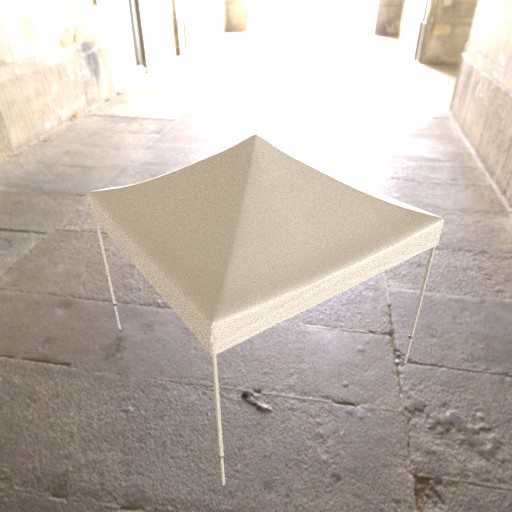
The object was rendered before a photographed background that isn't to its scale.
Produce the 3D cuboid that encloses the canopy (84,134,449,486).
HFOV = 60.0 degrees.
[{"bbox_3d":[0.000,0.000,5.394,2.994,2.998,2.996,-21,38,-29],"label":"canopy"}]
